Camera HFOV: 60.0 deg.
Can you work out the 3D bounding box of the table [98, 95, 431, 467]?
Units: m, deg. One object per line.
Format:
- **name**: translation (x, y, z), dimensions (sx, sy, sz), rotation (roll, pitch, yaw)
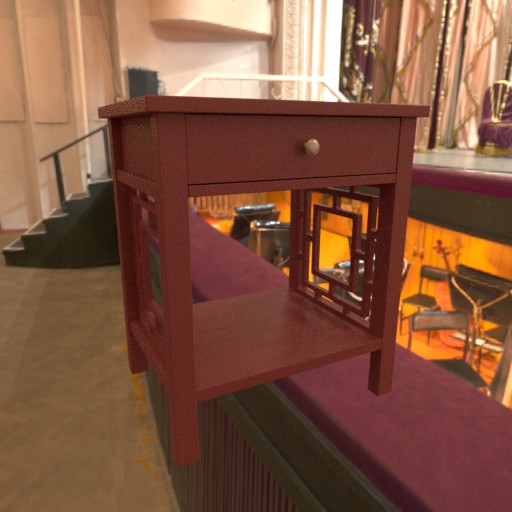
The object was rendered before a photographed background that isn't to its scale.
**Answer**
- **table**: translation (0.000, 0.000, 1.071), dimensions (0.599, 0.686, 0.451), rotation (-8, 18, -27)
